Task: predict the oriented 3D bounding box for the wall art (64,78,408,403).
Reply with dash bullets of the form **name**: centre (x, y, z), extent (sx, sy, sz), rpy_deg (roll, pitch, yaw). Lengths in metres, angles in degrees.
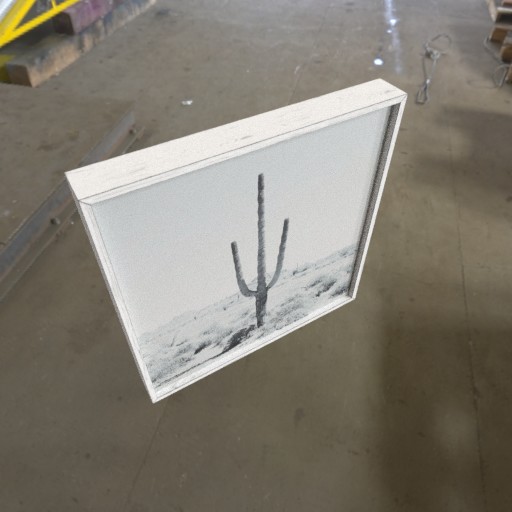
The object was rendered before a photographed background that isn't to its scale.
- **wall art**: centre (0.000, 0.000, 0.477), extent (0.305, 0.305, 0.038), rpy_deg (-23, 50, -21)
